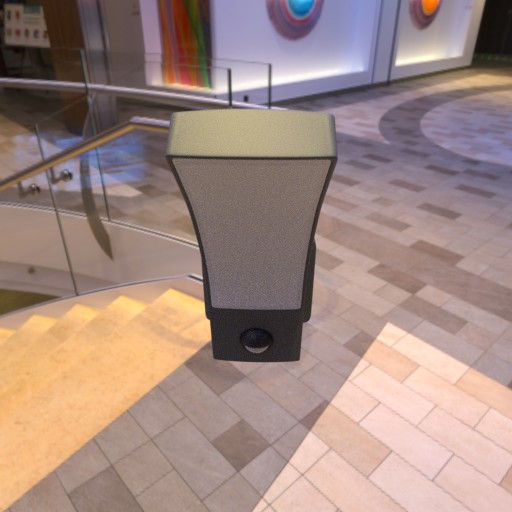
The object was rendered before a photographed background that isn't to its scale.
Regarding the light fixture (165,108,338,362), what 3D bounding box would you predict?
[{"bbox_3d":[0.000,0.000,0.335,0.108,0.243,0.174,1,30,1],"label":"light fixture"}]
